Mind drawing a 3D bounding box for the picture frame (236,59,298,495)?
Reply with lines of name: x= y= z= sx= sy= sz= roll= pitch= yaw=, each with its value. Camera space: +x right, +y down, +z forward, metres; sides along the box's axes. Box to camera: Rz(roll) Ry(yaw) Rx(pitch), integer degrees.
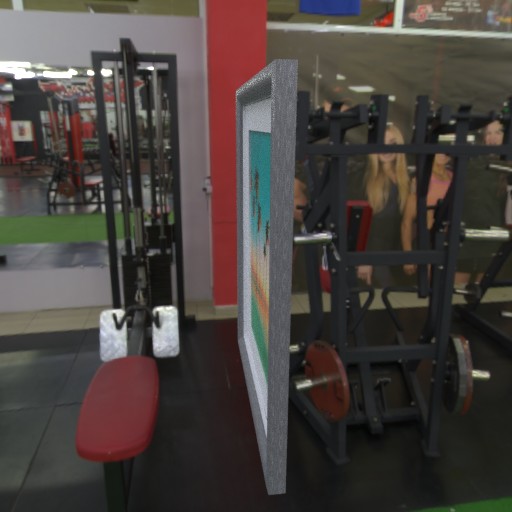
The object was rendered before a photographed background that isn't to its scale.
picture frame: x=0.000 y=0.000 z=0.754 sx=0.029 sy=0.559 sz=0.454 roll=-2 pitch=17 yaw=-7
